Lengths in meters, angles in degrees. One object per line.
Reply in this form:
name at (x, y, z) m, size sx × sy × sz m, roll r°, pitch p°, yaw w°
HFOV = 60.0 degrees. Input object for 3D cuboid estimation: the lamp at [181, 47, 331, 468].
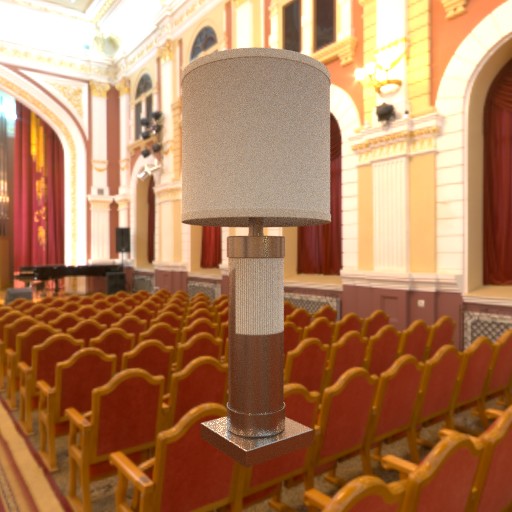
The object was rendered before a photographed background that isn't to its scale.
lamp at (0.000, 0.000, 0.608) m, size 0.202 × 0.509 × 0.202 m, roll 0°, pitch 0°, yaw -37°
